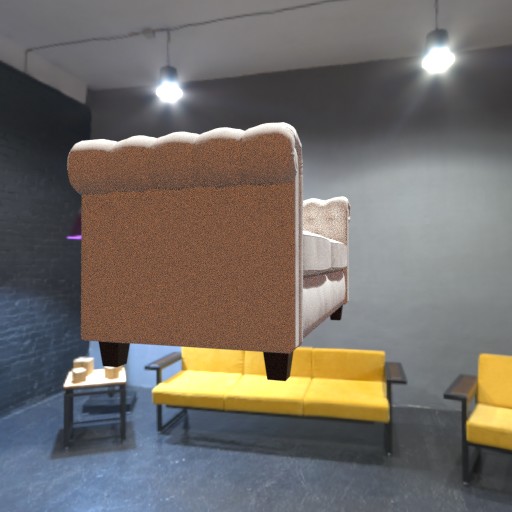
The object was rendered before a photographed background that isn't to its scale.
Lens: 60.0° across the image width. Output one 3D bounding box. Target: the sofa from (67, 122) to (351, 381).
[{"bbox_3d":[0.000,0.000,2.203,0.771,0.796,1.798,0,-1,17],"label":"sofa"}]
